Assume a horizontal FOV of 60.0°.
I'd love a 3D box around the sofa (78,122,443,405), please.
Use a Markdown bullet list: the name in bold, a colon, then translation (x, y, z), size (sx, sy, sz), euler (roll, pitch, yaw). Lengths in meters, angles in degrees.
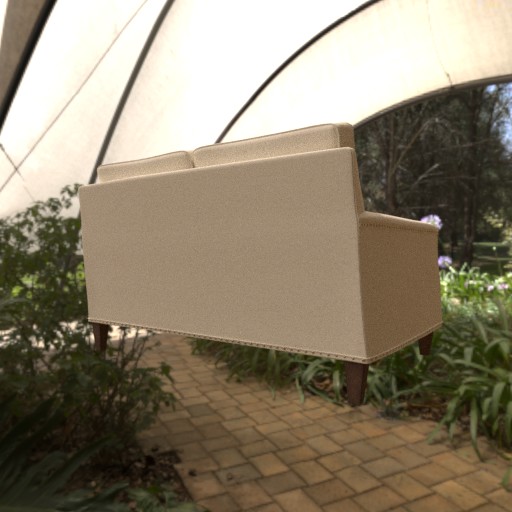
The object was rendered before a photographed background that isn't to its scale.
- **sofa**: translation (0.000, 0.000, 2.275), size (1.597, 1.003, 1.084), euler (0, 1, 35)
